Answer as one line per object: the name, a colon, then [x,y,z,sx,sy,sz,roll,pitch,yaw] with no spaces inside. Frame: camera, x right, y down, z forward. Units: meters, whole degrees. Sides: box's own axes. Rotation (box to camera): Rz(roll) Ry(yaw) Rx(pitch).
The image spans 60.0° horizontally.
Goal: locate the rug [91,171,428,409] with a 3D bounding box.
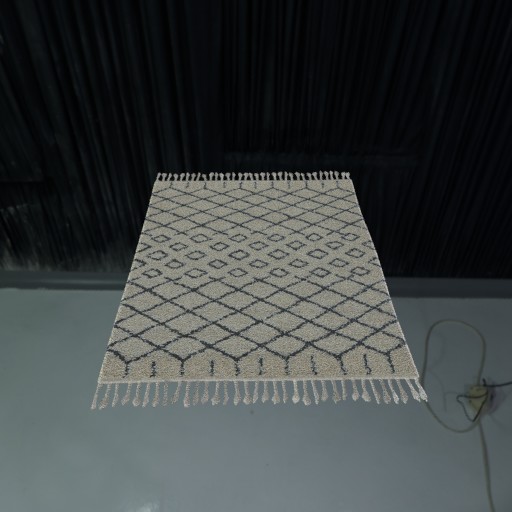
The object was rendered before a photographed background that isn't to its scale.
rug: [0.000,0.000,4.327,2.388,0.030,3.213,-1,41,-1]
